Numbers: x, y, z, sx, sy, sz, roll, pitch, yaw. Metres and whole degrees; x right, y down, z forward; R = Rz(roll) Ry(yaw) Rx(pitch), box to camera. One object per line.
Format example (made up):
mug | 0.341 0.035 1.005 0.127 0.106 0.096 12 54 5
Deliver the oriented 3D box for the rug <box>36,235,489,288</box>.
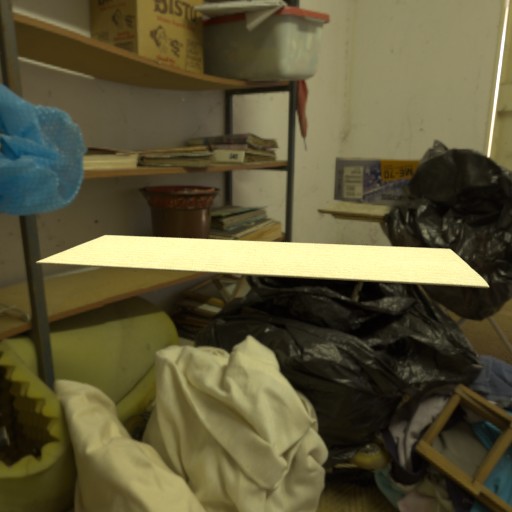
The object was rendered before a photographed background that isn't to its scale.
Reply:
rug | 0.000 0.000 2.721 2.450 0.014 0.793 3 15 10
